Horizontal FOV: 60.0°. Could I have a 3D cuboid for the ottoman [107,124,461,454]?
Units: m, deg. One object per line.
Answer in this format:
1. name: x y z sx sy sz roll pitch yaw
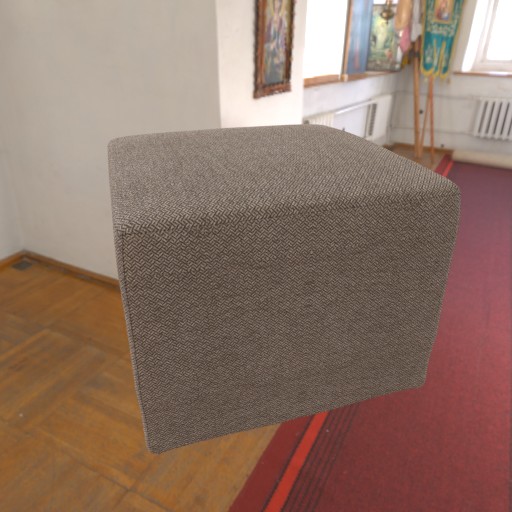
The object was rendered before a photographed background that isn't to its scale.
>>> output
1. ottoman: 0.000 0.000 0.887 0.519 0.453 0.512 -8 28 -16
